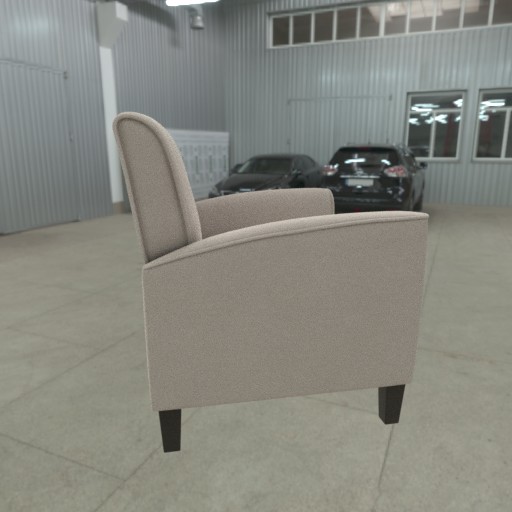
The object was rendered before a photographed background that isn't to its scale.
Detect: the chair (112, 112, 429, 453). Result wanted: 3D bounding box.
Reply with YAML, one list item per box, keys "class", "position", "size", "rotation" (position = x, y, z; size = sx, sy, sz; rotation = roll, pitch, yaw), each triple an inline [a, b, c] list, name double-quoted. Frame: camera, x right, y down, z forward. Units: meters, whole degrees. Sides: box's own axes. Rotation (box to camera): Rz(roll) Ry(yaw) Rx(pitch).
- class: "chair"
  position: [0.000, 0.000, 1.540]
  size: [0.820, 0.915, 0.820]
  rotation: [-3, 14, -11]
